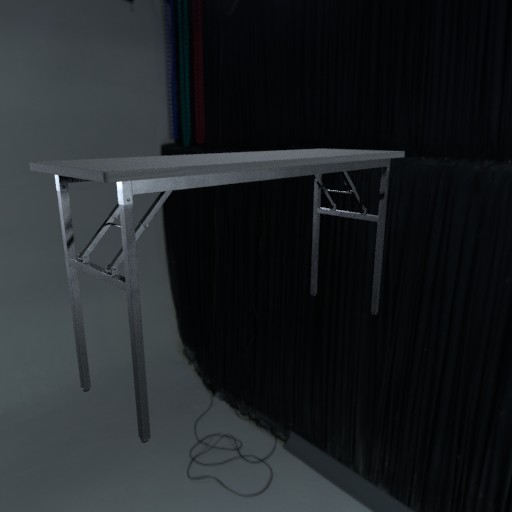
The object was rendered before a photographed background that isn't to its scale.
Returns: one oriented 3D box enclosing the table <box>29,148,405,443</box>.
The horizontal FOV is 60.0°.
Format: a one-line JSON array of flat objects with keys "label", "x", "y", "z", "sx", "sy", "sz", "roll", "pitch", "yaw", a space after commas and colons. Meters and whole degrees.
[{"label": "table", "x": 0.000, "y": 0.000, "z": 1.695, "sx": 0.449, "sy": 0.750, "sz": 1.399, "roll": 15, "pitch": 21, "yaw": 42}]
